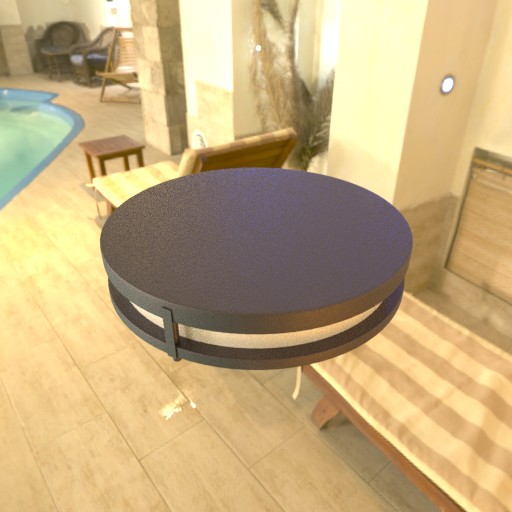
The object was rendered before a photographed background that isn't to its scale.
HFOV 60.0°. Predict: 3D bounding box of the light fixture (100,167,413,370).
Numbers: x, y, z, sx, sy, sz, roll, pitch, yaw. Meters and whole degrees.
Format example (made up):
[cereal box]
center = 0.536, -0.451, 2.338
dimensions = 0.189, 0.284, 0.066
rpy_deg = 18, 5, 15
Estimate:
[light fixture]
center = 0.000, 0.000, 0.549
dimensions = 0.356, 0.102, 0.356
rpy_deg = 0, 31, 0
